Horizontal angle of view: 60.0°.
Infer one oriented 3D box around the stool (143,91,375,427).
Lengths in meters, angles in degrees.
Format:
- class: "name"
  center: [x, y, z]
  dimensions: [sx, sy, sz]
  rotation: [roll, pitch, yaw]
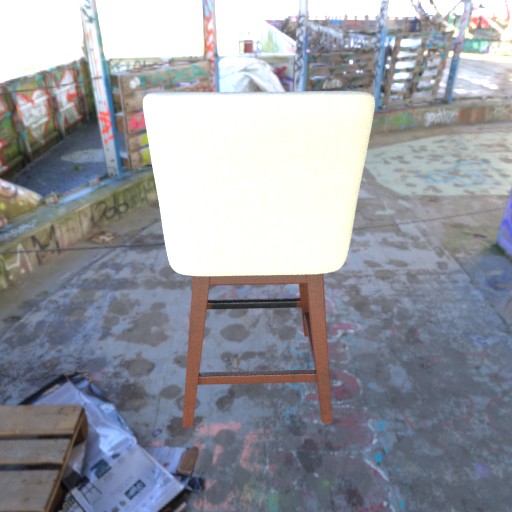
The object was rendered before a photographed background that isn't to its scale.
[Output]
- class: "stool"
  center: [0.000, 0.000, 1.299]
  dimensions: [0.469, 0.991, 0.559]
  rotation: [-1, 29, -2]
